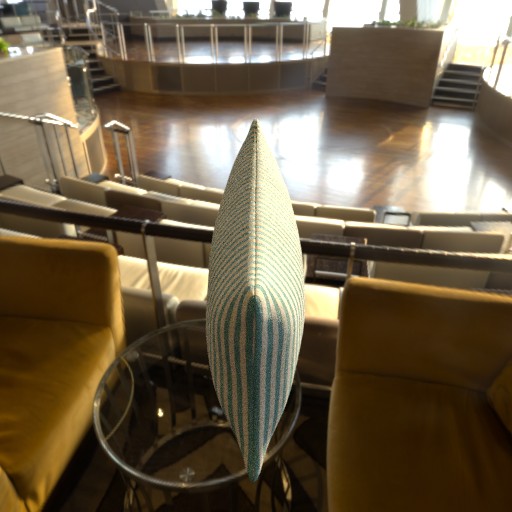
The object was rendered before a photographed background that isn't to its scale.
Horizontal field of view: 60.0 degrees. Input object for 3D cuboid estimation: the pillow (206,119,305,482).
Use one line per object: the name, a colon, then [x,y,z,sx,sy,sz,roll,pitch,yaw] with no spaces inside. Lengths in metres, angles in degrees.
pillow: [0.000,0.000,0.742,0.151,0.295,0.617,0,32,0]
